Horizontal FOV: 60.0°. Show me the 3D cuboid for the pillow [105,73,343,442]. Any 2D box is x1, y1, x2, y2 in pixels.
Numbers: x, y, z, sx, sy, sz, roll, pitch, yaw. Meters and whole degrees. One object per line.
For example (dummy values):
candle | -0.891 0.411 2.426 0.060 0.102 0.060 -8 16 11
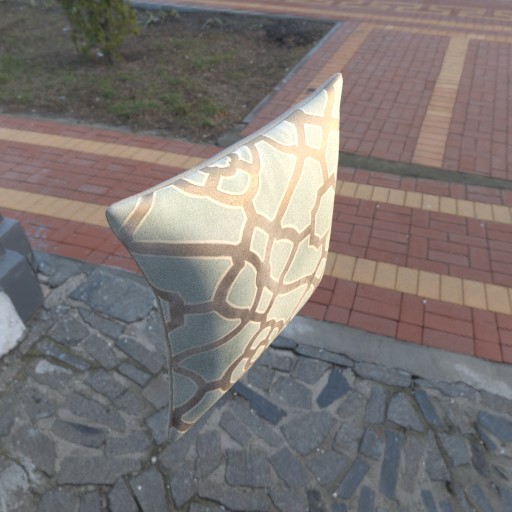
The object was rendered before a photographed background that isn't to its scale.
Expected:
pillow | 0.000 0.000 0.814 0.166 0.508 0.552 25 46 26
